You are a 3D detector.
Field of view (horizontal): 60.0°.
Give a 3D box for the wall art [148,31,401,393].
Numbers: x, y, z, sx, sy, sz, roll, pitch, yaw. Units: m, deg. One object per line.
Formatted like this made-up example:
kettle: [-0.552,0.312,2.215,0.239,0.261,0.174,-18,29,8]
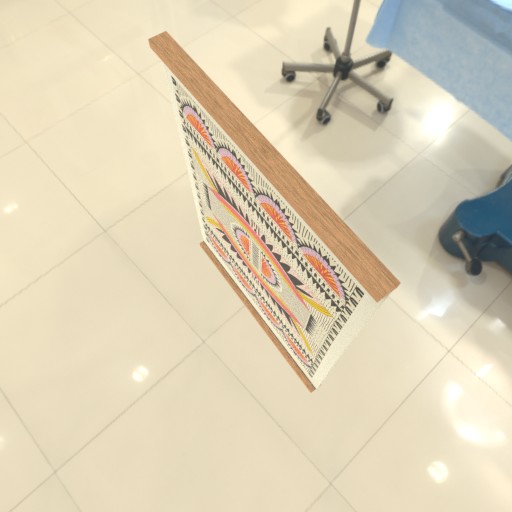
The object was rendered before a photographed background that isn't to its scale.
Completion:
wall art: [0.000,0.000,0.791,0.028,0.609,0.456,-33,69,-15]
